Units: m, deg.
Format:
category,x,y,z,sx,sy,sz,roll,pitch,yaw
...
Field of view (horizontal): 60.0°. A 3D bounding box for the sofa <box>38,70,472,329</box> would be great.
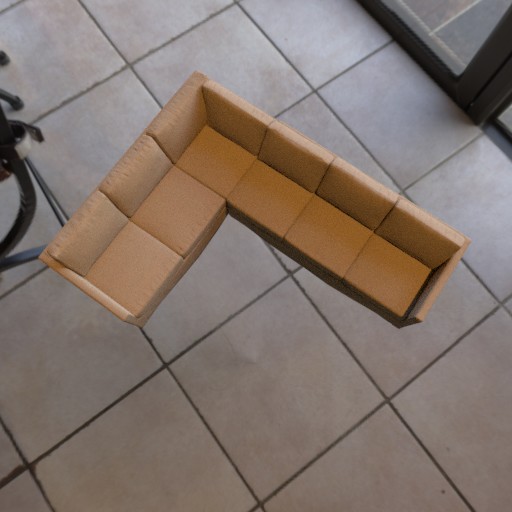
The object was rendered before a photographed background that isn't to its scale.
category,x,y,z,sx,sy,sz,roll,pitch,yaw
sofa,0.000,0.000,4.293,3.182,0.871,2.432,34,79,8
